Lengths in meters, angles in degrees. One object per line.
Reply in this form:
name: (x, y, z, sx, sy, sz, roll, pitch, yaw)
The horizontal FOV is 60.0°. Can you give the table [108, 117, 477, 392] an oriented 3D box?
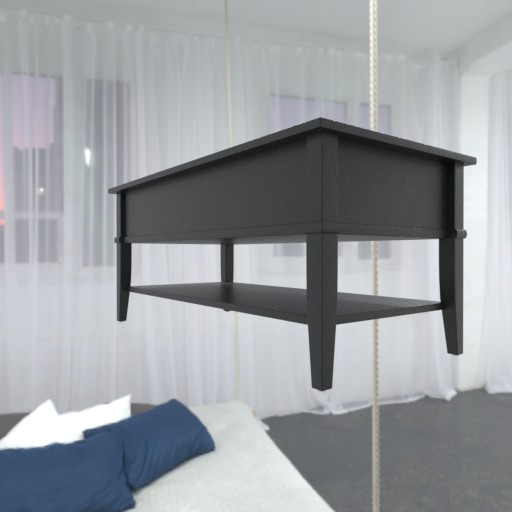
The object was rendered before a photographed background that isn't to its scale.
table: (0.000, 0.000, 1.310, 0.523, 0.470, 1.044, 0, 0, -37)
